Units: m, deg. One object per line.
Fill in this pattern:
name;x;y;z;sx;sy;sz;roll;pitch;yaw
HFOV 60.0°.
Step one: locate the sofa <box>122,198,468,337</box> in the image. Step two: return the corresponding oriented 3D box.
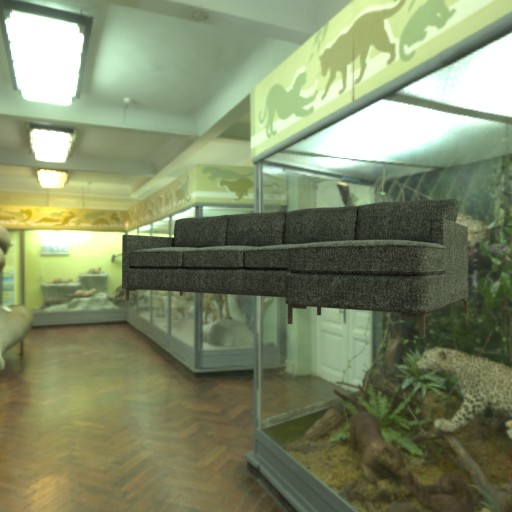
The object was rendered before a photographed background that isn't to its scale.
sofa;0.000;0.000;4.061;3.384;0.970;1.488;0;-1;35
